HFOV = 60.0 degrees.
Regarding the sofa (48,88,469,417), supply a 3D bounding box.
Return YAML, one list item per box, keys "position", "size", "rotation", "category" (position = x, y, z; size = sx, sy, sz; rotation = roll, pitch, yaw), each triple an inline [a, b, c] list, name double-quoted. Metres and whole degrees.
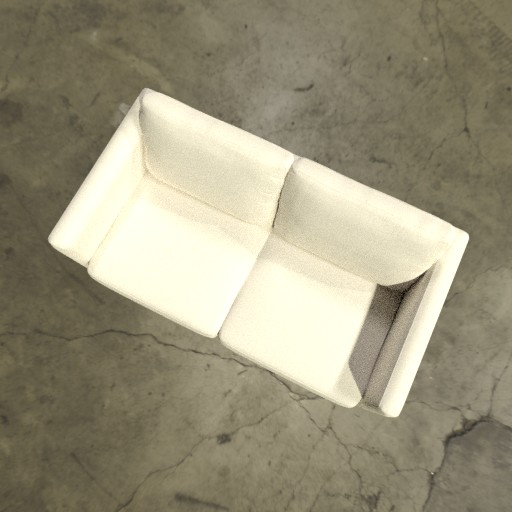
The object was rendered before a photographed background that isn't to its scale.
- position: [0.000, 0.000, 2.230]
  size: [1.713, 0.893, 0.940]
  rotation: [26, 77, 6]
  category: "sofa"
